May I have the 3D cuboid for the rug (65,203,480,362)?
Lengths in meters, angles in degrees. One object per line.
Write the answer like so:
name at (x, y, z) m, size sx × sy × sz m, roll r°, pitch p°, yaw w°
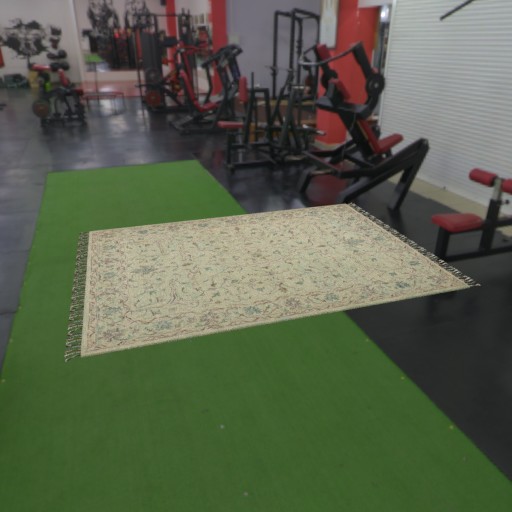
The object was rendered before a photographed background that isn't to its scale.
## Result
rug at (0.000, 0.000, 2.332) m, size 1.802 × 0.008 × 1.247 m, roll -8°, pitch 27°, yaw -16°
